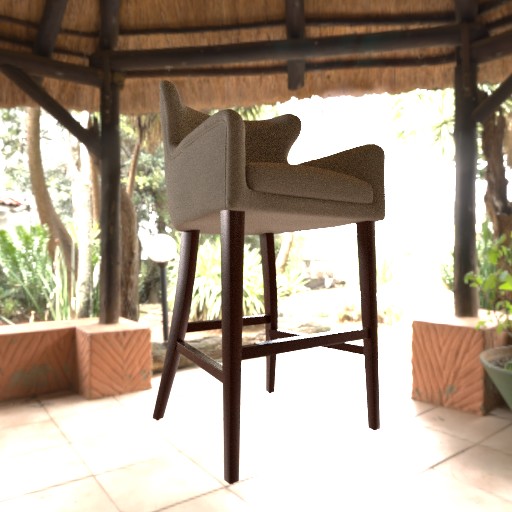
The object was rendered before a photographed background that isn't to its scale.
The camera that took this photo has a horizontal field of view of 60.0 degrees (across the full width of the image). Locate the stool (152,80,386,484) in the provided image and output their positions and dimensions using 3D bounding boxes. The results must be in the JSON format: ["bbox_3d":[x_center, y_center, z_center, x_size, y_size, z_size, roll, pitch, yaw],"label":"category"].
[{"bbox_3d":[0.000,0.000,1.361,0.556,1.034,0.563,0,0,-37],"label":"stool"}]
